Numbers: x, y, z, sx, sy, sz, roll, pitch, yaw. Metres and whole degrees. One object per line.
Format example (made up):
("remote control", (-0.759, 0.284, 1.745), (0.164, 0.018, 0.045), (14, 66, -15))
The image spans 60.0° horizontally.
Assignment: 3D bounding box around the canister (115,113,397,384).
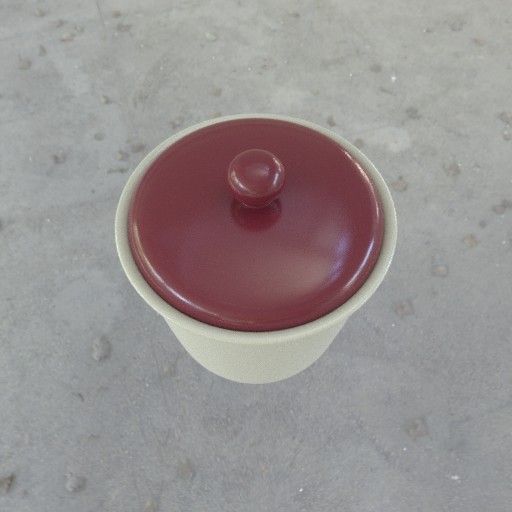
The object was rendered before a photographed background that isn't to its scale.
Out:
("canister", (0.000, 0.000, 0.339), (0.182, 0.208, 0.182), (0, 59, 0))
